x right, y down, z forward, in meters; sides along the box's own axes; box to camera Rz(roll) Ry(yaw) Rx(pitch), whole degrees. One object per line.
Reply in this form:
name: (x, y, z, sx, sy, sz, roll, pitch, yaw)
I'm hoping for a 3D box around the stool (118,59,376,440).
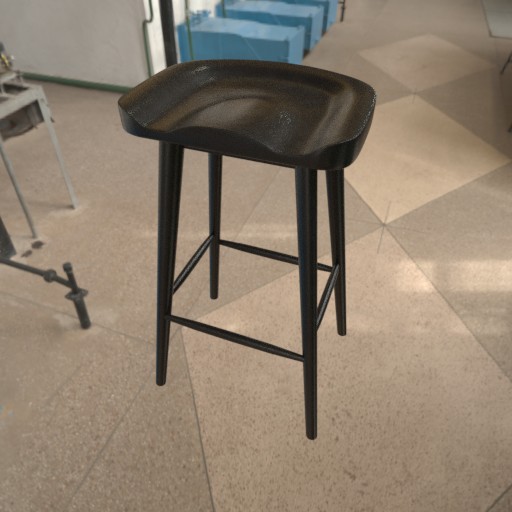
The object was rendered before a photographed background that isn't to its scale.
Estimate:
stool: (0.000, 0.000, 0.997, 0.440, 0.749, 0.361, 14, 43, 16)
